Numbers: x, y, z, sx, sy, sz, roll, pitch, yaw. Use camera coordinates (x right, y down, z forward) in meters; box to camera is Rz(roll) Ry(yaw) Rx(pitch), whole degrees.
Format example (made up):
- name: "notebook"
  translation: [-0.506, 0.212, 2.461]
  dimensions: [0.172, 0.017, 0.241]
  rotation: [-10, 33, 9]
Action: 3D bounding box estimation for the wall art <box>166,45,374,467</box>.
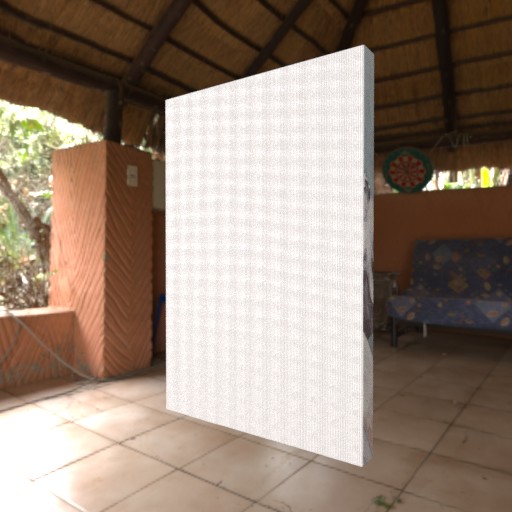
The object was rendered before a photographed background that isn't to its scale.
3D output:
- name: "wall art"
  translation: [0.000, 0.000, 1.151]
  dimensions: [0.609, 0.911, 0.061]
  rotation: [1, 1, 35]
